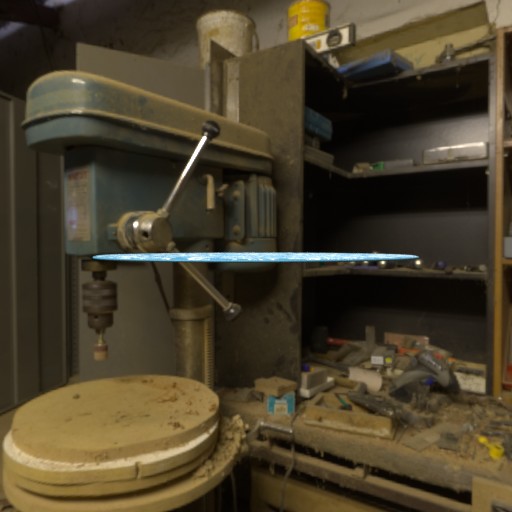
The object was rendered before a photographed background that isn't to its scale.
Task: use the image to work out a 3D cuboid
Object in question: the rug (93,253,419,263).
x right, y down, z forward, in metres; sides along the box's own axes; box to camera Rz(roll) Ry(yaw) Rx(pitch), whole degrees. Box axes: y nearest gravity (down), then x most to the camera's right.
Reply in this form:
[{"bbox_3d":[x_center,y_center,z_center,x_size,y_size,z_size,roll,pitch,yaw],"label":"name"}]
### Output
[{"bbox_3d":[0.000,0.000,2.305,1.593,0.012,1.593,0,1,0],"label":"rug"}]
